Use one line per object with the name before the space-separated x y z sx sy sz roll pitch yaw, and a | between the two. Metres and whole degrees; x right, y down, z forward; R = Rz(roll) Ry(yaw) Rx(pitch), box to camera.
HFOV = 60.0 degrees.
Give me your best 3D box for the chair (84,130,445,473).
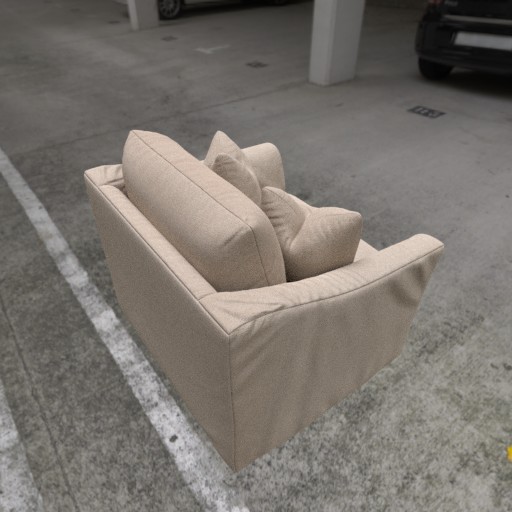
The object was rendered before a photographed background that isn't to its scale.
chair | 0.000 0.000 2.040 1.071 1.093 1.194 -25 45 -27
